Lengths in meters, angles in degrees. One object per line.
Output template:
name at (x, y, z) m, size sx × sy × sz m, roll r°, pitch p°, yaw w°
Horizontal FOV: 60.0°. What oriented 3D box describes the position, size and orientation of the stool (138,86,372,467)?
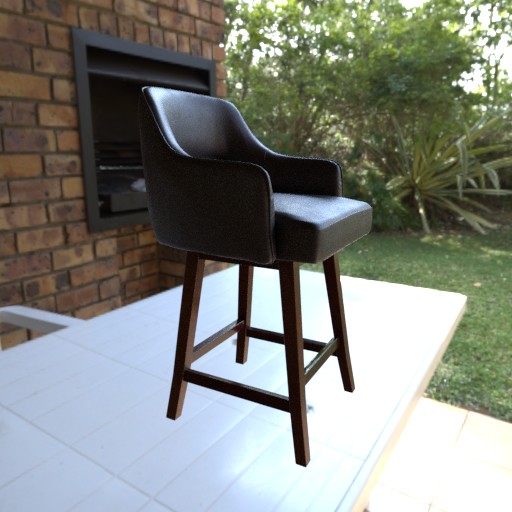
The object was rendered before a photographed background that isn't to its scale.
stool at (0.000, 0.000, 1.286) m, size 0.560 × 0.936 × 0.550 m, roll 7°, pitch 15°, yaw 28°
